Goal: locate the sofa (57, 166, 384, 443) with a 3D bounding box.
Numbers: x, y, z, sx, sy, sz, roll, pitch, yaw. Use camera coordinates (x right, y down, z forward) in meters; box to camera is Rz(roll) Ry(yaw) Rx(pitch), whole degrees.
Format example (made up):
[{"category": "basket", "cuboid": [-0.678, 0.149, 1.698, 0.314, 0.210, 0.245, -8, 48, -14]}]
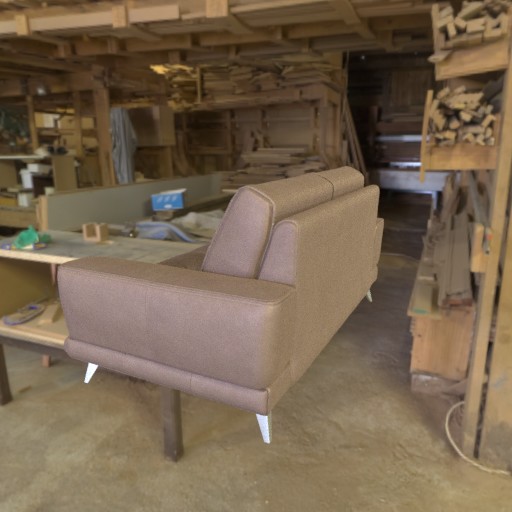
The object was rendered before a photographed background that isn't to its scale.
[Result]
[{"category": "sofa", "cuboid": [0.000, 0.000, 2.396, 1.018, 0.907, 1.806, 7, 17, 26]}]
